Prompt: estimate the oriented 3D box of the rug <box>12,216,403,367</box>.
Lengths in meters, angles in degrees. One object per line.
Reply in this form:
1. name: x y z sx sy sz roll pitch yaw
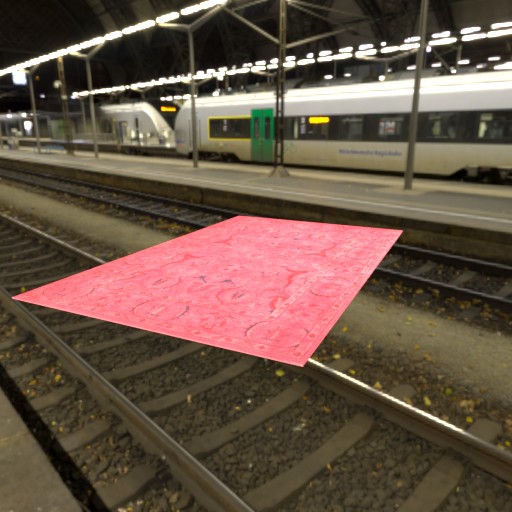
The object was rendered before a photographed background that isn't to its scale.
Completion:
1. rug: 0.000 0.000 2.936 1.534 0.010 2.423 7 17 25
